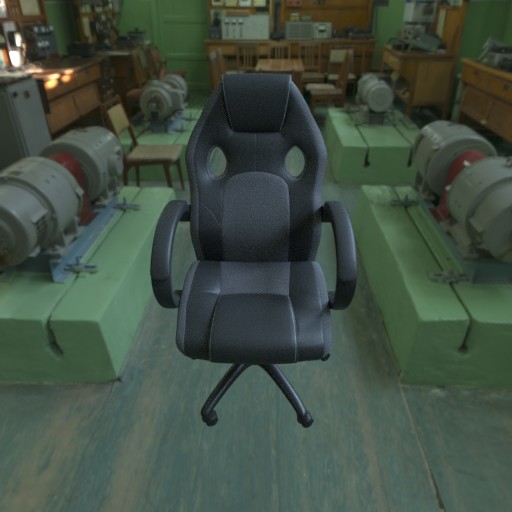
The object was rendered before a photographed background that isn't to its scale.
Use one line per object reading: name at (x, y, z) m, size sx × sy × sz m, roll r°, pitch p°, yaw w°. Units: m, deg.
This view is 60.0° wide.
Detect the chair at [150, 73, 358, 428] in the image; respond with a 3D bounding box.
chair at (0.000, 0.000, 1.661) m, size 0.673 × 1.187 × 0.724 m, roll 0°, pitch 30°, yaw 1°
